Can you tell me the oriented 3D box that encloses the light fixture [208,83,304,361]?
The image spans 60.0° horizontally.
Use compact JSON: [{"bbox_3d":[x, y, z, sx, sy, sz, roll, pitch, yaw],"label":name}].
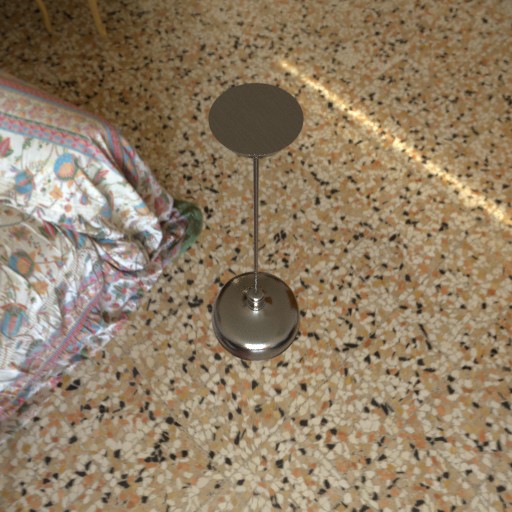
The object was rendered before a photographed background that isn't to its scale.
[{"bbox_3d":[0.000,0.000,1.081,0.299,0.935,0.299,-31,68,-14],"label":"light fixture"}]
